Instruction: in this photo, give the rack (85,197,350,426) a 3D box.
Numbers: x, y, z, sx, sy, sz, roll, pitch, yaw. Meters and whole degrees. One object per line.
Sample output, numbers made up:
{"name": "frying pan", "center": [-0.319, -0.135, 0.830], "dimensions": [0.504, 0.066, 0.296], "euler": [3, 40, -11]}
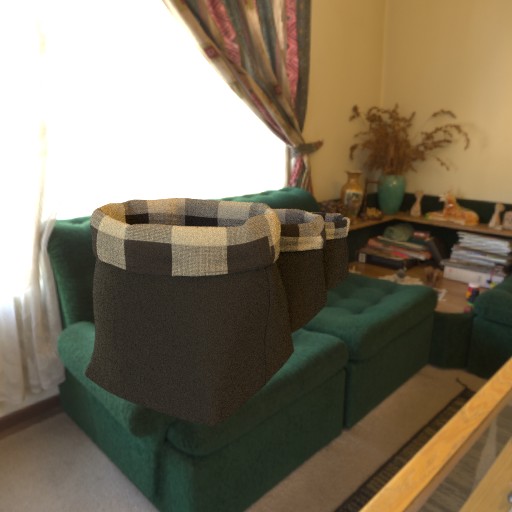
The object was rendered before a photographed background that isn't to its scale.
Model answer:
{"name": "rack", "center": [0.000, 0.000, 1.103], "dimensions": [0.370, 0.329, 0.889], "euler": [9, 18, 28]}
